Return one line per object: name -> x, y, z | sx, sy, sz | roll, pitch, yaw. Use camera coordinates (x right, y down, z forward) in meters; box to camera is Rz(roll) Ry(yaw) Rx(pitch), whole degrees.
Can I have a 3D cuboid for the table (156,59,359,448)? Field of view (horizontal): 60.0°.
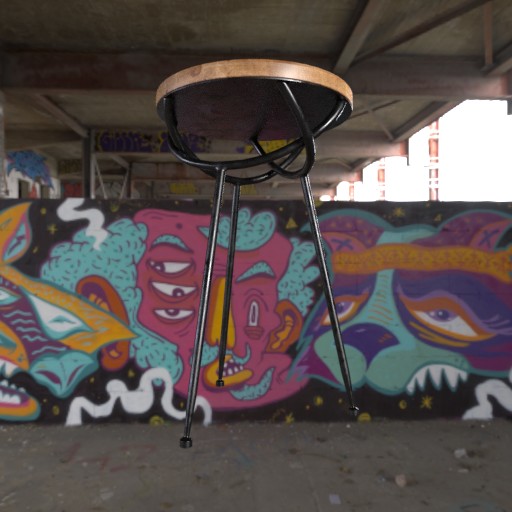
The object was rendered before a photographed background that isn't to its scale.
table -> 0.000, 0.000, 0.943 | 0.418, 0.664, 0.414 | 0, 0, 18
